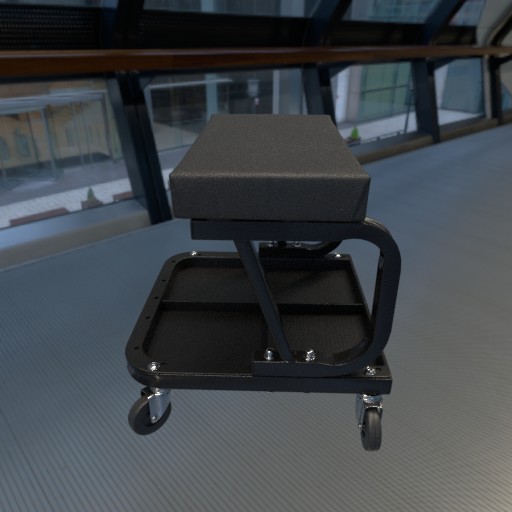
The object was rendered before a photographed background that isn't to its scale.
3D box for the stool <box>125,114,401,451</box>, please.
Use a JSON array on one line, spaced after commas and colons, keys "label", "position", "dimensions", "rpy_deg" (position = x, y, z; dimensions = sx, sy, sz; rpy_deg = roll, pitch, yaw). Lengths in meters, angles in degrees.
[{"label": "stool", "position": [0.000, 0.000, 0.706], "dimensions": [0.371, 0.380, 0.446], "rpy_deg": [1, 27, 2]}]
